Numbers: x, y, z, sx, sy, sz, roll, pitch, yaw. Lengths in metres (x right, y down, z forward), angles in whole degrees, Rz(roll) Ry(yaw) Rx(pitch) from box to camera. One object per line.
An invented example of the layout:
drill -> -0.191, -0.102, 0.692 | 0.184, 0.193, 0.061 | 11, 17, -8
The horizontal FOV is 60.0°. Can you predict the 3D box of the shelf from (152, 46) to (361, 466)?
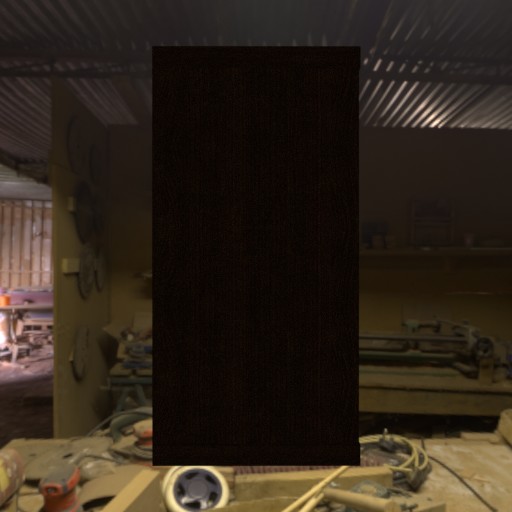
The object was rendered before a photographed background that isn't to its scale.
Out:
shelf -> 0.000, 0.000, 1.225 | 0.390, 0.786, 0.790 | 0, 0, 0
